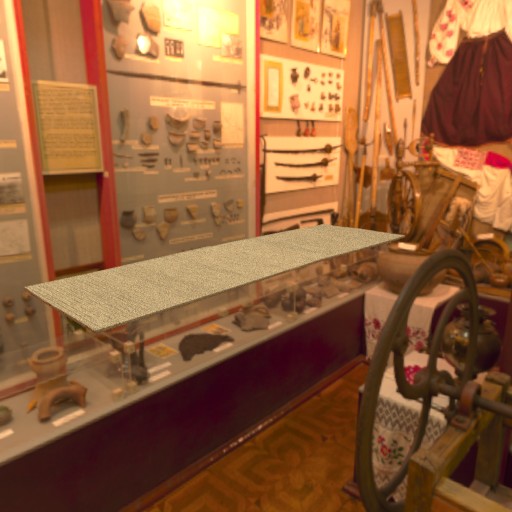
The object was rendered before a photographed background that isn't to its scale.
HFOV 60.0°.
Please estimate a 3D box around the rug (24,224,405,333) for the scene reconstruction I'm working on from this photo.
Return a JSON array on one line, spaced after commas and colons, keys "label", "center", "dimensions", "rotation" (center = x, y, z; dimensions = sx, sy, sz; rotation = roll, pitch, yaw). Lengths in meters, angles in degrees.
[{"label": "rug", "center": [0.000, 0.000, 2.576], "dimensions": [0.692, 0.032, 2.320], "rotation": [14, 20, 43]}]
